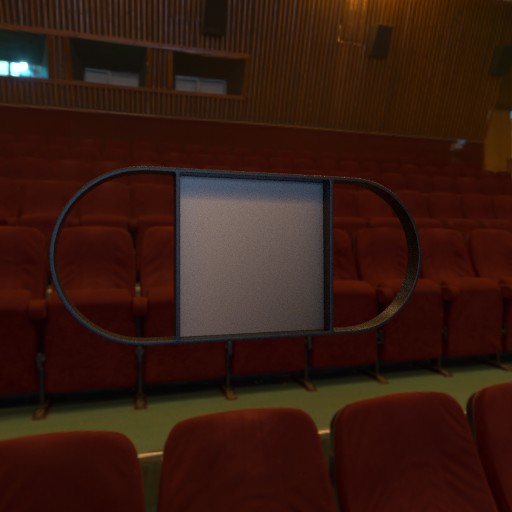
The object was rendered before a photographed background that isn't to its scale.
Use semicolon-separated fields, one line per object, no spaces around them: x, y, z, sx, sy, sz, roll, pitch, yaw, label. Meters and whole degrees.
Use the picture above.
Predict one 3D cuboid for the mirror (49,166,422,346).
0.000;0.000;0.688;0.584;0.254;0.032;0;0;-17;mirror
